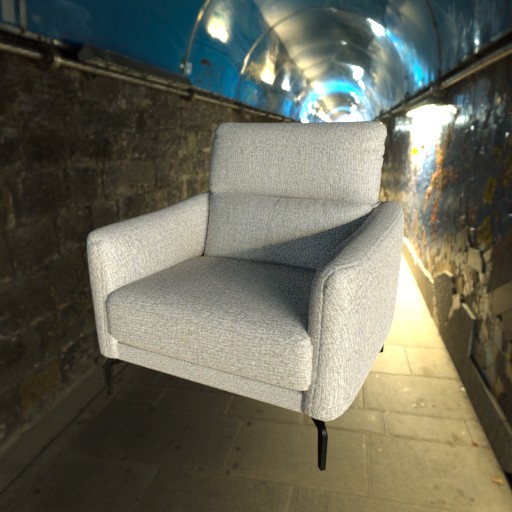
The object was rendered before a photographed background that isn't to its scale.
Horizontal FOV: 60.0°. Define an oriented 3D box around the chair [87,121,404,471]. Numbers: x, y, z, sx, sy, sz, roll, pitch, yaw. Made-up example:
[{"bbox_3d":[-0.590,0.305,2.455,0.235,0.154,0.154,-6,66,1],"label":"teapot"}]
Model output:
[{"bbox_3d":[0.000,0.000,1.641,0.972,0.967,0.835,8,17,26],"label":"chair"}]
